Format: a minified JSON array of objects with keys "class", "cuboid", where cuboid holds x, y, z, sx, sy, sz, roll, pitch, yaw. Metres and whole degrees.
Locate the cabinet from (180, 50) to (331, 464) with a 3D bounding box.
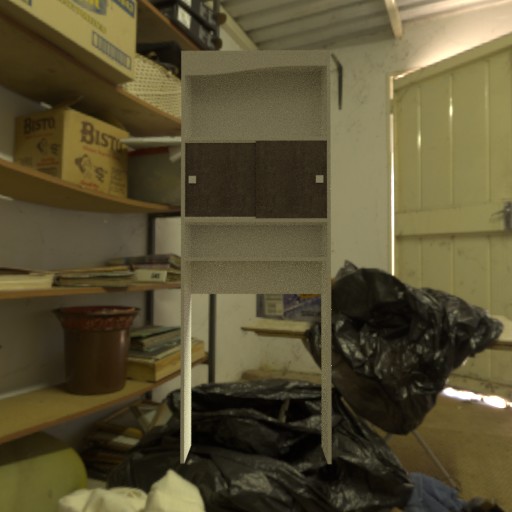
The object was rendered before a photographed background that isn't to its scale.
[{"class":"cabinet","cuboid":[0.000,0.000,1.988,0.643,1.770,0.192,0,-1,1]}]
